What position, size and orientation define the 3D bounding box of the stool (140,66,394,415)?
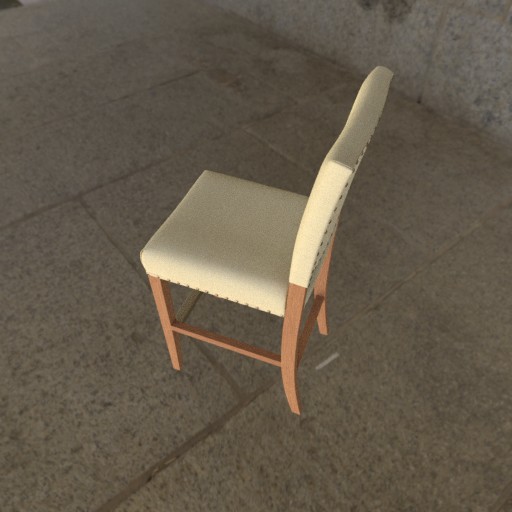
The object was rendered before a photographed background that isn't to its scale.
[{"bbox_3d":[0.000,0.000,1.458,0.584,1.168,0.445,17,50,15],"label":"stool"}]
